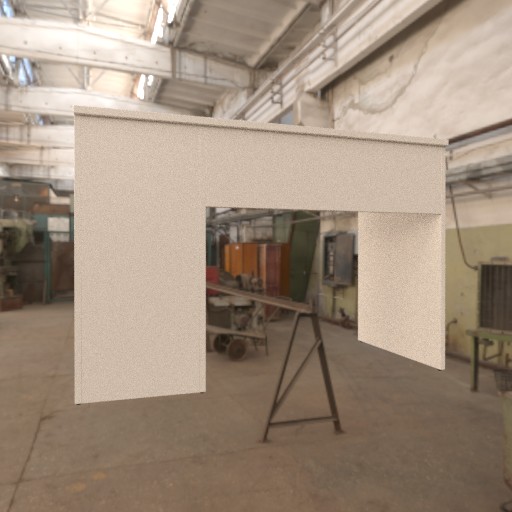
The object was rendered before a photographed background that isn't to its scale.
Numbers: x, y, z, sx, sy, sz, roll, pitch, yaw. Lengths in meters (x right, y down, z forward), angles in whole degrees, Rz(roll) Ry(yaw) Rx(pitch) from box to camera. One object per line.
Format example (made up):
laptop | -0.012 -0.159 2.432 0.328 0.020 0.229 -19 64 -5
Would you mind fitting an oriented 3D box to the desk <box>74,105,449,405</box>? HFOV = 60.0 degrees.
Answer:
desk | 0.000 0.000 1.503 1.097 0.735 0.560 0 0 -17
